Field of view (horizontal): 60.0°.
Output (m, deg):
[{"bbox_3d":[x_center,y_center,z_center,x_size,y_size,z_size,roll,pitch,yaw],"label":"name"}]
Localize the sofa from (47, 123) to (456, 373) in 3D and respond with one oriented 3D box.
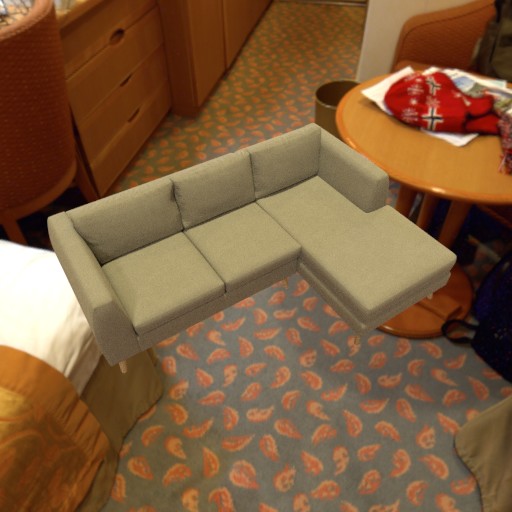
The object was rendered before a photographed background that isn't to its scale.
[{"bbox_3d":[0.000,0.000,3.053,2.300,0.860,1.580,-25,51,-22],"label":"sofa"}]
